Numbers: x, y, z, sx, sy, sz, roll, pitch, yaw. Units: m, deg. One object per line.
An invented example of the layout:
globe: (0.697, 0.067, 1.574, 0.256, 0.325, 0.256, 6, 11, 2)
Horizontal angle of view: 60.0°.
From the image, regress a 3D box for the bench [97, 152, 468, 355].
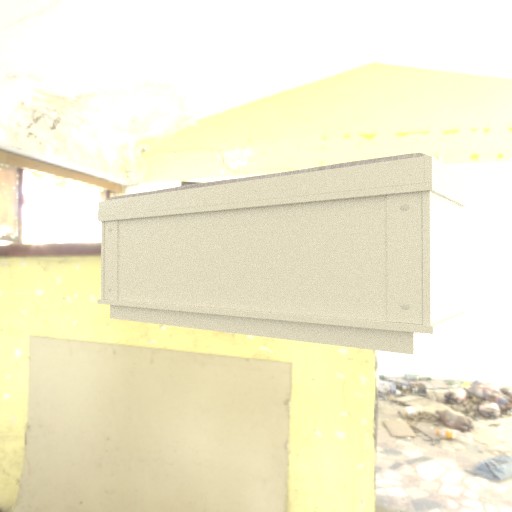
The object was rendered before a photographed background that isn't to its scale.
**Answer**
bench: (0.000, 0.000, 1.439, 1.196, 0.453, 0.363, -1, -1, 36)
